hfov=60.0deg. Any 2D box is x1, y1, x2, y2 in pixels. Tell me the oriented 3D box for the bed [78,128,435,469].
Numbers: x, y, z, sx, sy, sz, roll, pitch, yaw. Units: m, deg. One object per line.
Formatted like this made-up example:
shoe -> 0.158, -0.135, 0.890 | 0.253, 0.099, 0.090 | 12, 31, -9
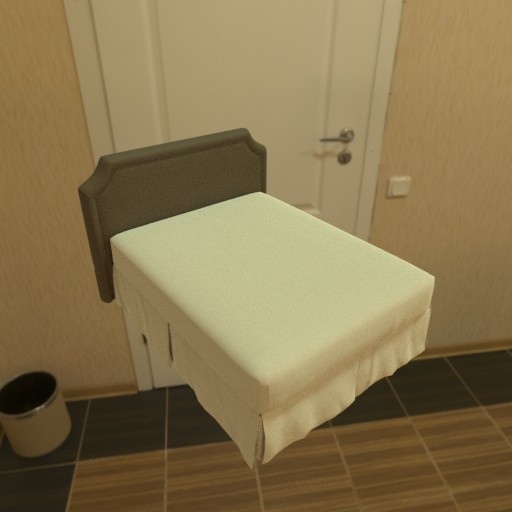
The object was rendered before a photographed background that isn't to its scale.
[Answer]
bed -> 0.000, 0.000, 3.367 | 1.831, 1.297, 2.181 | -22, 37, -32
